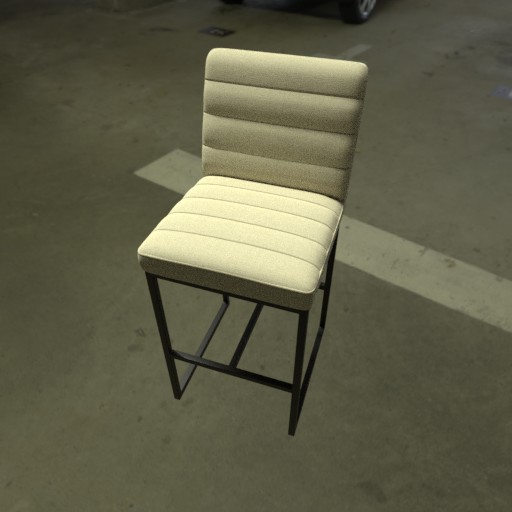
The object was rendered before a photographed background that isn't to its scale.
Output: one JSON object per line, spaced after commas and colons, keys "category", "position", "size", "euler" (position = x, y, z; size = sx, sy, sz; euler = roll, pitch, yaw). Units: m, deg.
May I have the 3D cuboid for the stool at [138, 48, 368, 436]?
{"category": "stool", "position": [0.000, 0.000, 1.357], "size": [0.460, 1.040, 0.560], "euler": [12, 43, 14]}
